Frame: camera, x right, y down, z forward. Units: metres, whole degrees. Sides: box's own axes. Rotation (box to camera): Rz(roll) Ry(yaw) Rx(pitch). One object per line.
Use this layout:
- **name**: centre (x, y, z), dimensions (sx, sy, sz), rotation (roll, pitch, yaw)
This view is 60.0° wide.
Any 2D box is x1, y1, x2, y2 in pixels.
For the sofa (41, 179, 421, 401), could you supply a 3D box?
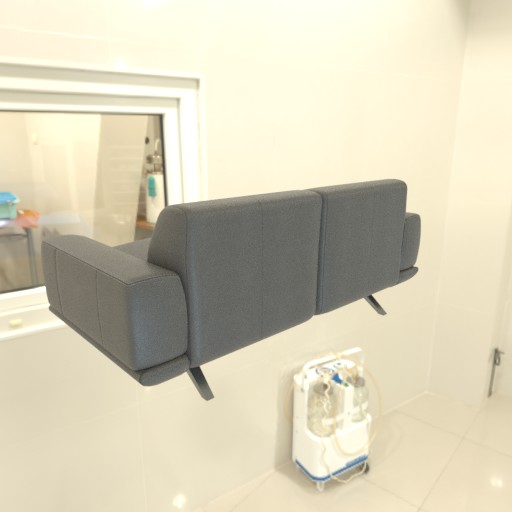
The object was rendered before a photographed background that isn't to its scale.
- **sofa**: centre (0.000, 0.000, 2.354), dimensions (1.901, 0.772, 0.900), rotation (-14, 20, -41)
